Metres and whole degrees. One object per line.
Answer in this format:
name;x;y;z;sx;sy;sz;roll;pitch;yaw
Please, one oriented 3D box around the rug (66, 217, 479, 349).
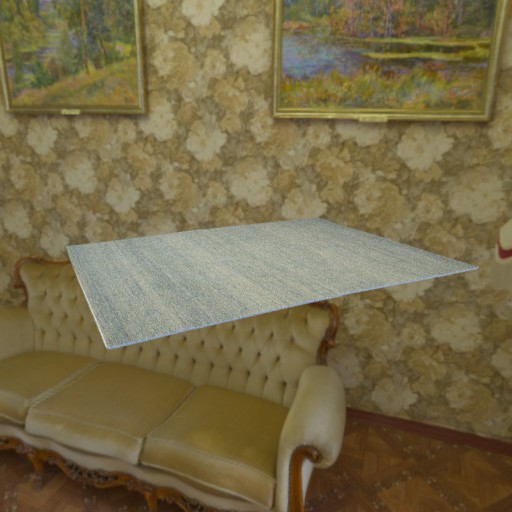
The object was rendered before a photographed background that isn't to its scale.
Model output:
rug;0.000;0.000;4.306;3.237;0.046;2.461;-8;19;-26
